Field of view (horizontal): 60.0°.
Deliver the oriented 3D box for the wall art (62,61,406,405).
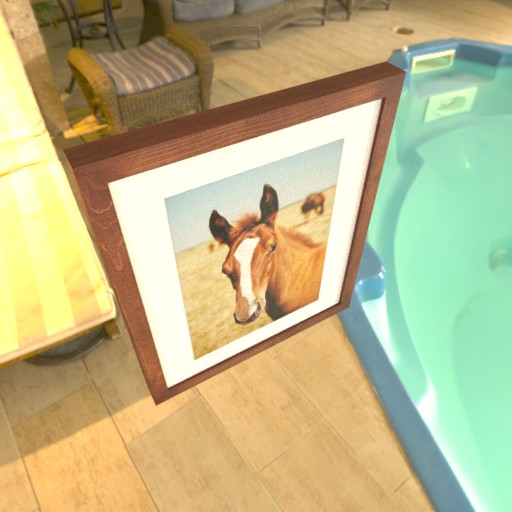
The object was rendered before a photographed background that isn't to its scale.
[{"bbox_3d":[0.000,0.000,0.529,0.330,0.381,0.030,-23,50,-21],"label":"wall art"}]
